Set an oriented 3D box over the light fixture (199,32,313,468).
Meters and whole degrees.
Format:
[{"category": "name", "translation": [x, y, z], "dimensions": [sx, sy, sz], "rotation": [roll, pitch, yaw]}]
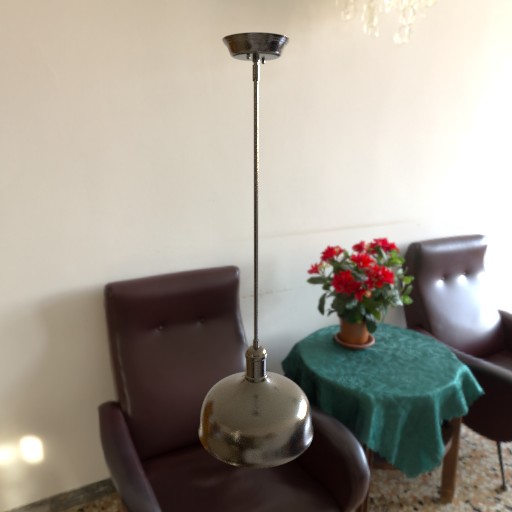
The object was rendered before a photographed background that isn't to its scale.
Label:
[{"category": "light fixture", "translation": [0.000, 0.000, 1.048], "dimensions": [0.299, 0.935, 0.299], "rotation": [8, 17, 27]}]
